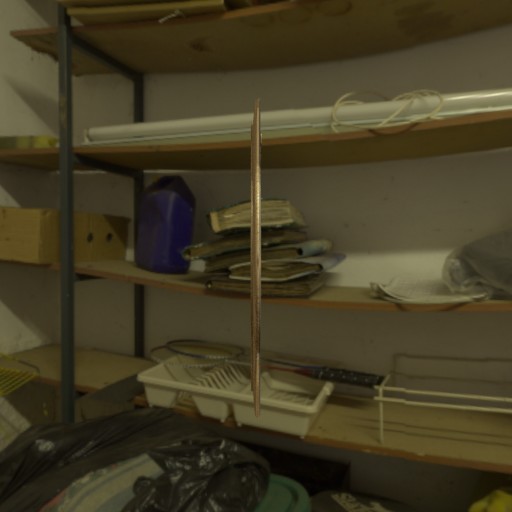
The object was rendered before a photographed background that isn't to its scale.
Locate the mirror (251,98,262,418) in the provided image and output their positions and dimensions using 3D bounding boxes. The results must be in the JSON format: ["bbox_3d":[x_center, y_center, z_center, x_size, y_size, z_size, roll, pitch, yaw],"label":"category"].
[{"bbox_3d":[0.000,0.000,1.032,0.019,0.686,0.686,0,1,0],"label":"mirror"}]
